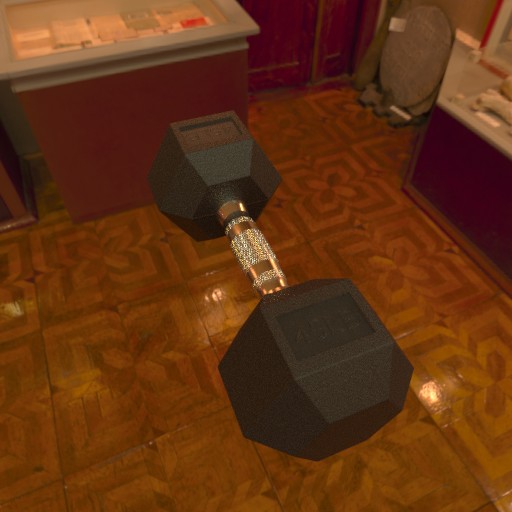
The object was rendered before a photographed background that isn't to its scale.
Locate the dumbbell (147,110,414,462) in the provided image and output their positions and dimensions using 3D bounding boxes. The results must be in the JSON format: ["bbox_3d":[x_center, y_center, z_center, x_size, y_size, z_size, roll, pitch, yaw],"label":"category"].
[{"bbox_3d":[0.000,0.000,0.420,0.141,0.123,0.356,-17,51,-14],"label":"dumbbell"}]
